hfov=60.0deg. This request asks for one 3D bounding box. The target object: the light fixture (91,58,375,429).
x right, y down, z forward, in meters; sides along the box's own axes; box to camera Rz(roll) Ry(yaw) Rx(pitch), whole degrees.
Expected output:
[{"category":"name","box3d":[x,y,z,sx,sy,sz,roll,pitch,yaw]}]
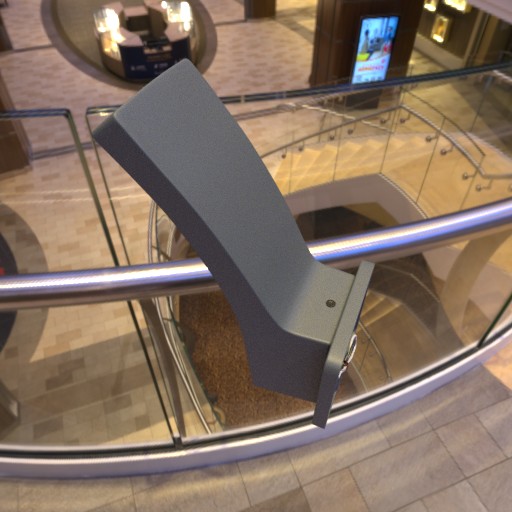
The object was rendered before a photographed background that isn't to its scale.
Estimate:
[{"category":"light fixture","box3d":[0.000,0.000,0.329,0.174,0.243,0.108,17,48,16]}]
